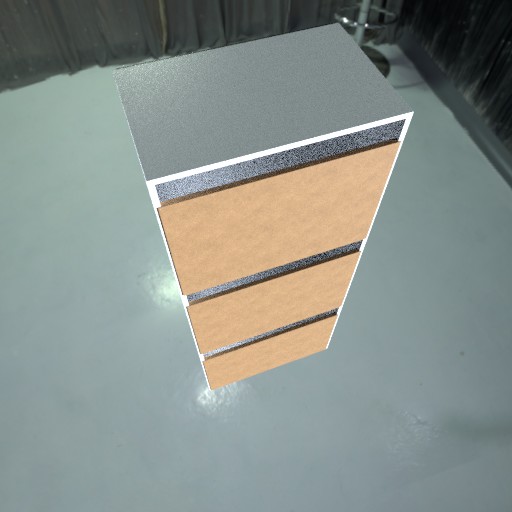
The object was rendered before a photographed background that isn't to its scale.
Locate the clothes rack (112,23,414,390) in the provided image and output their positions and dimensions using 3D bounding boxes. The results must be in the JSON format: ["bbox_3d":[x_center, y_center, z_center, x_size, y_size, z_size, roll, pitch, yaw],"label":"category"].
[{"bbox_3d":[0.000,0.000,1.352,0.500,1.187,0.330,-17,59,-11],"label":"clothes rack"}]
